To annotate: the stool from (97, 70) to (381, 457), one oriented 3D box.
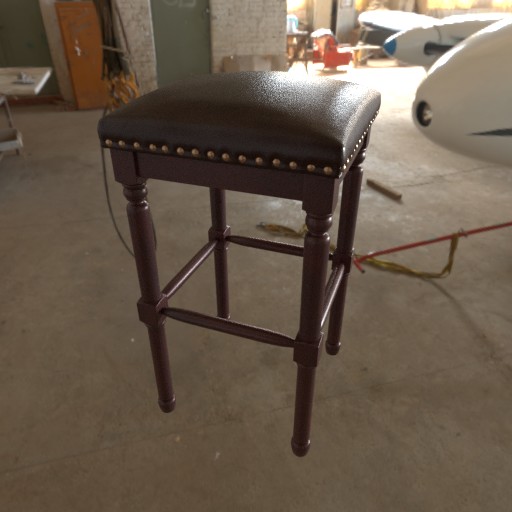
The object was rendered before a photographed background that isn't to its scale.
[{"bbox_3d":[0.000,0.000,0.918,0.382,0.702,0.383,11,33,18],"label":"stool"}]
